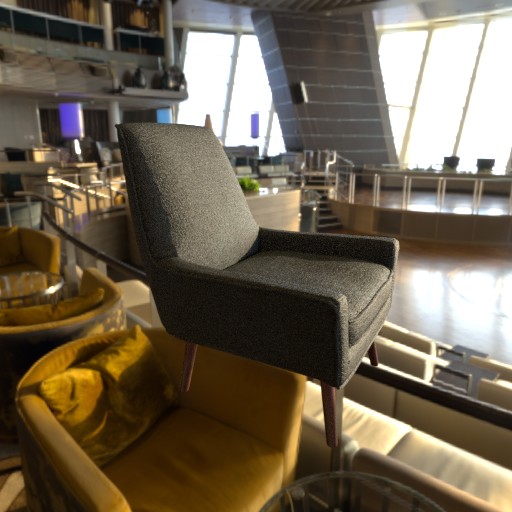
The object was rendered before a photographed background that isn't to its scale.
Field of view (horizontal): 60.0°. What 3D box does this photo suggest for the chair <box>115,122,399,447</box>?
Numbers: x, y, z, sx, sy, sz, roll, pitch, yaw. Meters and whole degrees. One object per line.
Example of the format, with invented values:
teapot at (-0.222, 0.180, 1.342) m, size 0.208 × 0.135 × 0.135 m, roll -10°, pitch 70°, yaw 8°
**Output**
chair at (0.000, 0.000, 1.520) m, size 0.859 × 0.883 × 0.763 m, roll 8°, pitch 17°, yaw 27°
